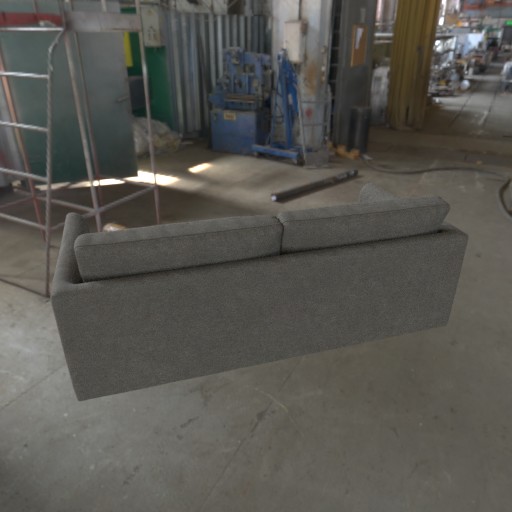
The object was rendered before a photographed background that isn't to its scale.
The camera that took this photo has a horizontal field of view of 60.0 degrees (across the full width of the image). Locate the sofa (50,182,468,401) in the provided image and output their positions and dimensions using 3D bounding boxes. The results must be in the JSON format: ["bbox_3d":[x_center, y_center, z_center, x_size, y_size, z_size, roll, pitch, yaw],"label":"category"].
[{"bbox_3d":[0.000,0.000,2.798,2.257,0.838,1.092,-8,28,-15],"label":"sofa"}]
